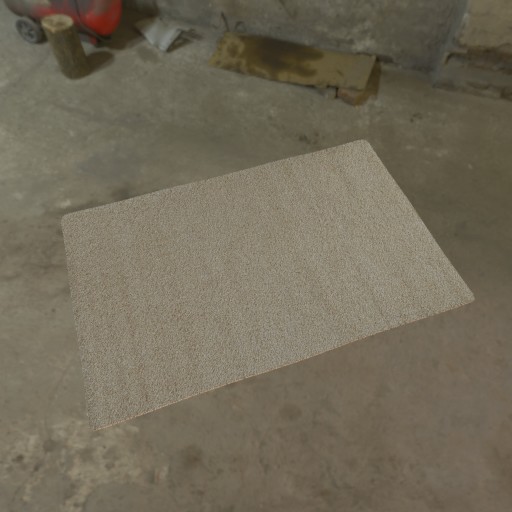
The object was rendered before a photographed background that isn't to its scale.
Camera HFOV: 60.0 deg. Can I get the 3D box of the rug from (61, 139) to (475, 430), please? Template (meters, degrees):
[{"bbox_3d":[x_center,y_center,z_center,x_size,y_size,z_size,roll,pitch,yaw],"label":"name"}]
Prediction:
[{"bbox_3d":[0.000,0.000,2.901,2.349,0.026,1.500,-16,59,-10],"label":"rug"}]
